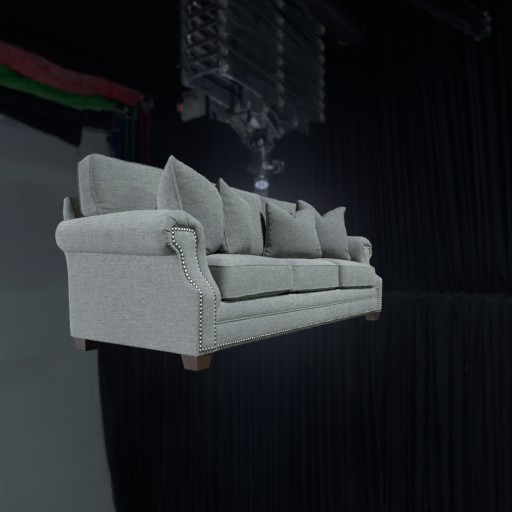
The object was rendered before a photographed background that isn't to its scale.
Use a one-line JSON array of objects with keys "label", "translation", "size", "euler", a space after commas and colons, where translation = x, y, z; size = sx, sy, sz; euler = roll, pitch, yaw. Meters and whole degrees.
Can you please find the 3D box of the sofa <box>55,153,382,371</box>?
[{"label": "sofa", "translation": [0.000, 0.000, 2.894], "size": [0.965, 0.975, 2.312], "euler": [-1, -2, 35]}]
